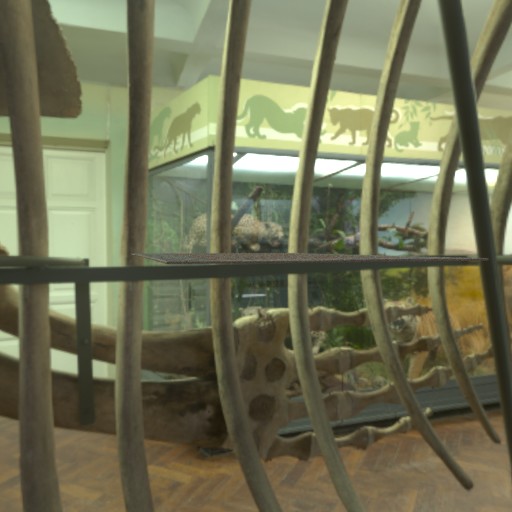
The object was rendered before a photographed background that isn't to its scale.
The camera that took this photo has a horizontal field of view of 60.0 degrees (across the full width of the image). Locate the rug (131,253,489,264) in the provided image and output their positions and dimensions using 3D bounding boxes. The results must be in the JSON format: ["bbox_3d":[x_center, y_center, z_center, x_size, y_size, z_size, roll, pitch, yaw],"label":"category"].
[{"bbox_3d":[0.000,0.000,3.029,1.533,0.011,2.439,0,1,-19],"label":"rug"}]
